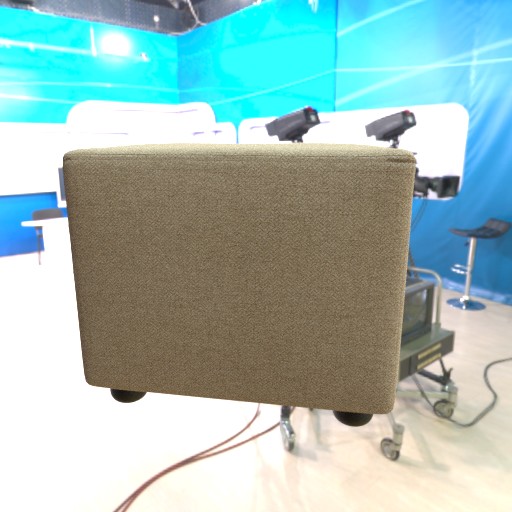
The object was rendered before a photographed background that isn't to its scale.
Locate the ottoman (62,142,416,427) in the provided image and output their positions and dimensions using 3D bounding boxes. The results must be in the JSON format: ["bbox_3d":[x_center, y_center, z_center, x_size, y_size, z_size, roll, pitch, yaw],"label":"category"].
[{"bbox_3d":[0.000,0.000,0.875,0.508,0.432,0.508,2,14,10],"label":"ottoman"}]
